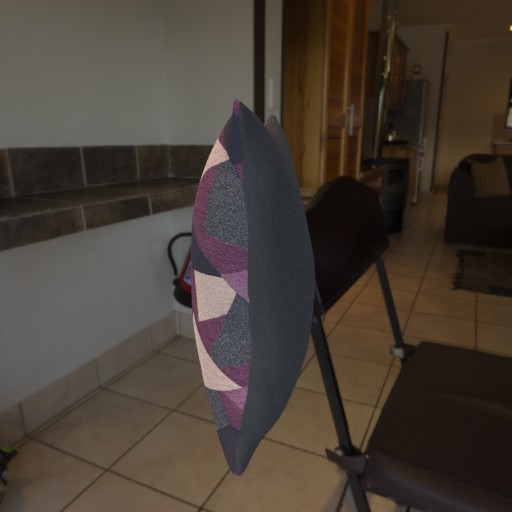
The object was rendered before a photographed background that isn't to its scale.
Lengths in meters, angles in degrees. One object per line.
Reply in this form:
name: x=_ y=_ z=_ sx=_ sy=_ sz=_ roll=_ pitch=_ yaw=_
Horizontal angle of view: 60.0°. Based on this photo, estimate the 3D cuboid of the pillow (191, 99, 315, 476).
pillow: x=0.000 y=0.000 z=0.779 sx=0.208 sy=0.496 sz=0.503 roll=2 pitch=15 yaw=7
